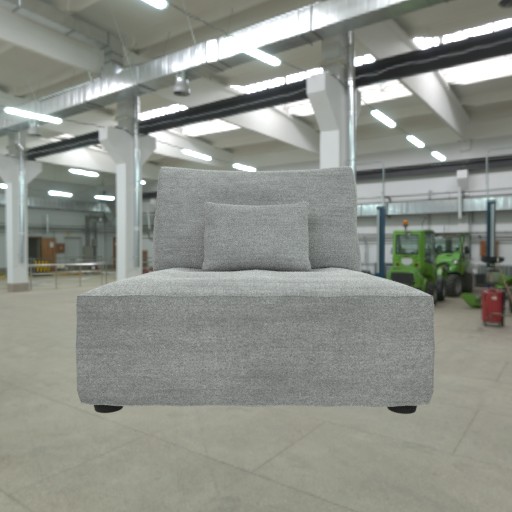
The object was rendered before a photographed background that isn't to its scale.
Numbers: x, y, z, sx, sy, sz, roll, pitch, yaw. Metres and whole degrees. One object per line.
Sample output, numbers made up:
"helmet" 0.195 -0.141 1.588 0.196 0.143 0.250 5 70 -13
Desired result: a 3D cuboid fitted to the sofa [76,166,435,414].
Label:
"sofa" 0.000 0.000 1.639 0.930 0.820 1.000 0 1 0
